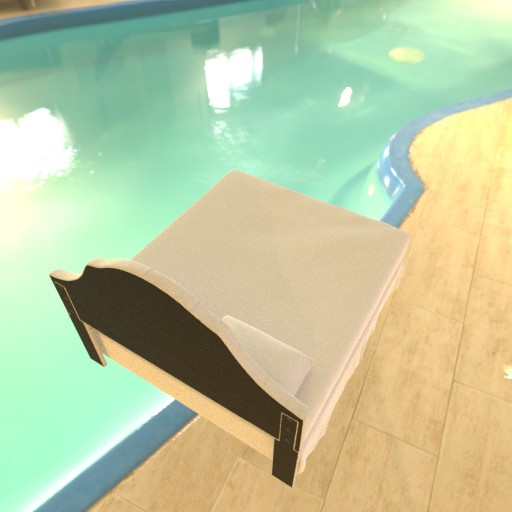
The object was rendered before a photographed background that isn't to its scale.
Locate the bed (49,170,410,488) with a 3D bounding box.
[{"bbox_3d":[0.000,0.000,3.496,2.008,1.615,2.214,24,50,21],"label":"bed"}]
